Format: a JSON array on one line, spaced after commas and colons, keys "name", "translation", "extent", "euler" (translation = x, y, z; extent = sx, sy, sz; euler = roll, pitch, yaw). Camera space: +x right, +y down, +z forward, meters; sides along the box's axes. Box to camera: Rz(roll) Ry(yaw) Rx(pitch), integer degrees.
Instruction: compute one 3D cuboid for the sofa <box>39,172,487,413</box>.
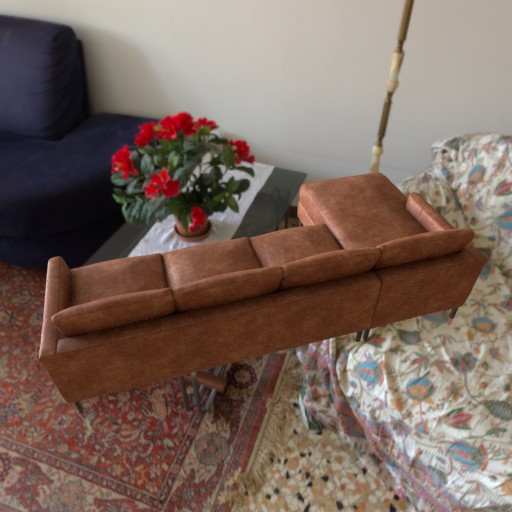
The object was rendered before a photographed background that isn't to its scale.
[{"name": "sofa", "translation": [0.000, 0.000, 3.470], "extent": [2.993, 0.859, 1.471], "euler": [-11, 43, -12]}]
